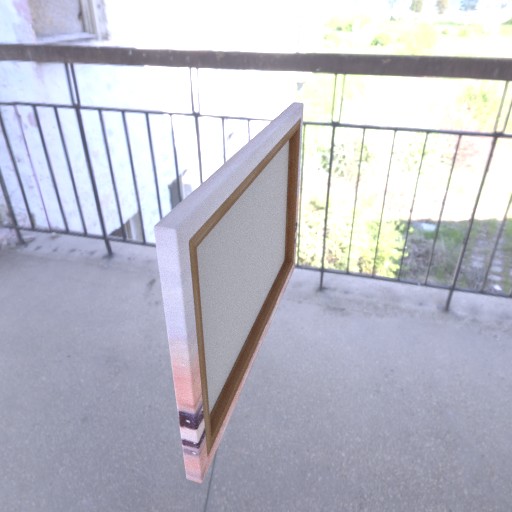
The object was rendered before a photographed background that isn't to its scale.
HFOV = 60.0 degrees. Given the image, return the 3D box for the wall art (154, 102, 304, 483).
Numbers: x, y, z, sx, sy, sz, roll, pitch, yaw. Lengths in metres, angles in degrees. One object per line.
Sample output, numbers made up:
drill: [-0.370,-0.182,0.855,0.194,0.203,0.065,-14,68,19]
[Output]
wall art: [0.000,0.000,1.172,0.038,0.609,0.913,9,32,15]
